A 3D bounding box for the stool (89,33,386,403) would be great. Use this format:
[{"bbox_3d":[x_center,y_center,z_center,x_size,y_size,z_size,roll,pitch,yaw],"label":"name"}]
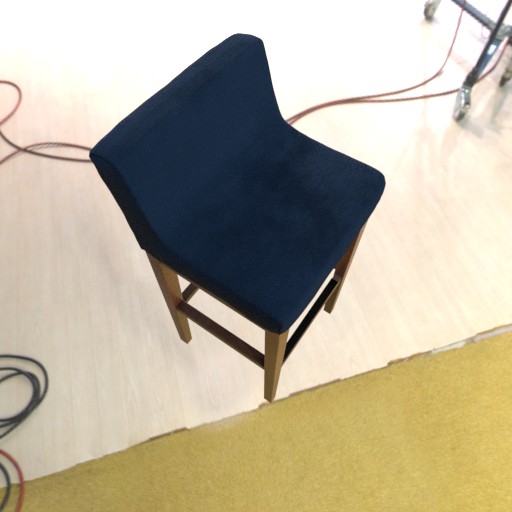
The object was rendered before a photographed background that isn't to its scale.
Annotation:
[{"bbox_3d":[0.000,0.000,1.338,0.500,1.037,0.511,31,63,17],"label":"stool"}]
